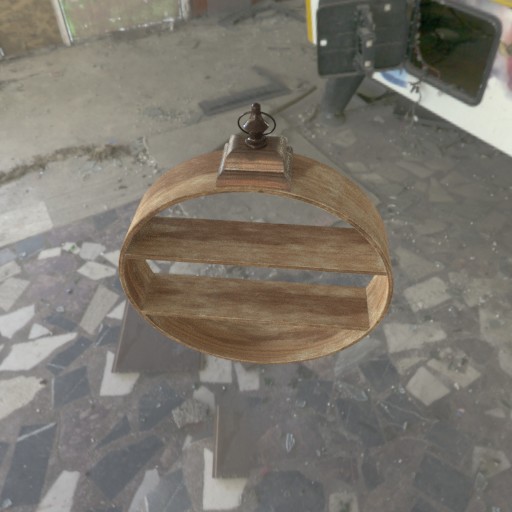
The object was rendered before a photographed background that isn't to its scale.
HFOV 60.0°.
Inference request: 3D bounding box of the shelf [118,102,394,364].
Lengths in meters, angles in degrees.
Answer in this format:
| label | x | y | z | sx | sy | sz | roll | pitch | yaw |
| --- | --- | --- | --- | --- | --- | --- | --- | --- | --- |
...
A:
| label | x | y | z | sx | sy | sz | roll | pitch | yaw |
| --- | --- | --- | --- | --- | --- | --- | --- | --- | --- |
| shelf | 0.000 | 0.000 | 0.985 | 0.601 | 0.725 | 0.125 | 4 | 47 | 4 |
